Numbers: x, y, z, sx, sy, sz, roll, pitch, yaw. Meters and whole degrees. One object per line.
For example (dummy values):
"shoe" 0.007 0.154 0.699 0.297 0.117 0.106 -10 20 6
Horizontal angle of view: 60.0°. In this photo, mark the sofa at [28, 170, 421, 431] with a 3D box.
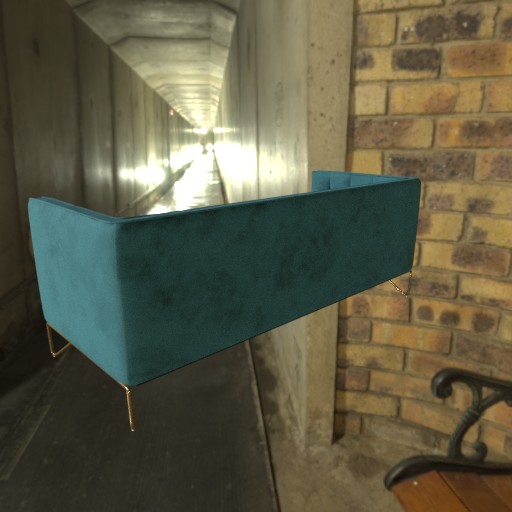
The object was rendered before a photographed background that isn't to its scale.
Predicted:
"sofa" 0.000 0.000 2.482 2.087 0.789 0.867 -14 21 -41
